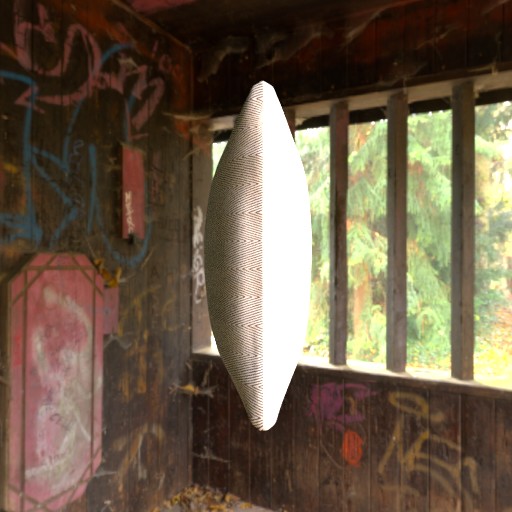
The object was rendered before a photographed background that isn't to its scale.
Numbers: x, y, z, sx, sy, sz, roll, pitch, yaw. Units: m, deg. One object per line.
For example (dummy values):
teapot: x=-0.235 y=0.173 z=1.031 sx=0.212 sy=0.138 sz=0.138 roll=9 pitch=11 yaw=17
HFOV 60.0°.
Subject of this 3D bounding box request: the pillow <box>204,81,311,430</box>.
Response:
pillow: x=0.000 y=0.000 z=0.630 sx=0.139 sy=0.305 sz=0.506 roll=0 pitch=0 yaw=-1
